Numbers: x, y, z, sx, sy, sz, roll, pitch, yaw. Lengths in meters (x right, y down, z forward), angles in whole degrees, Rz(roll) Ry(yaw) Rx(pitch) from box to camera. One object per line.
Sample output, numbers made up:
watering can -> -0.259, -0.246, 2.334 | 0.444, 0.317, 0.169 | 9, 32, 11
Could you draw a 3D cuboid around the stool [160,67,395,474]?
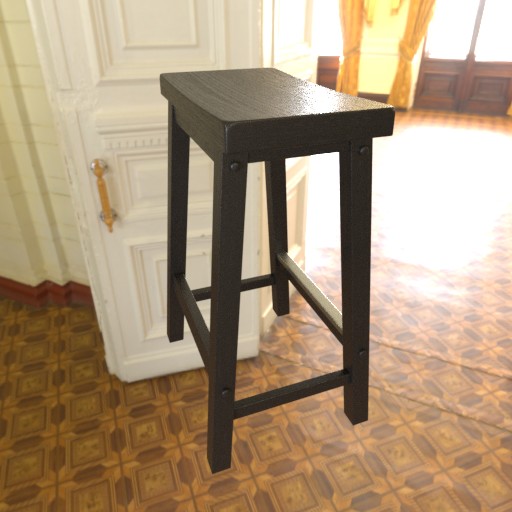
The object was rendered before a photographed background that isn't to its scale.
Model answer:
stool -> 0.000, 0.000, 0.844 | 0.322, 0.610, 0.406 | -11, 32, -18
